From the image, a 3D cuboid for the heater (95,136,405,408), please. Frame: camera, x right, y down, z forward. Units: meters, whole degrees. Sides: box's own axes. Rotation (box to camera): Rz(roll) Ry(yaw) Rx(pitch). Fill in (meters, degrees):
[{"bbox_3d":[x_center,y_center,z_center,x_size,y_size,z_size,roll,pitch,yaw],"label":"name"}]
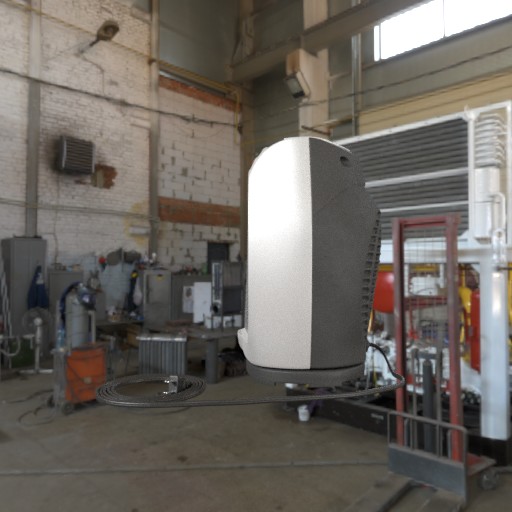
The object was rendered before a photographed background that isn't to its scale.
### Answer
[{"bbox_3d":[0.000,0.000,0.479,0.291,0.255,0.239,0,-1,-1],"label":"heater"}]
